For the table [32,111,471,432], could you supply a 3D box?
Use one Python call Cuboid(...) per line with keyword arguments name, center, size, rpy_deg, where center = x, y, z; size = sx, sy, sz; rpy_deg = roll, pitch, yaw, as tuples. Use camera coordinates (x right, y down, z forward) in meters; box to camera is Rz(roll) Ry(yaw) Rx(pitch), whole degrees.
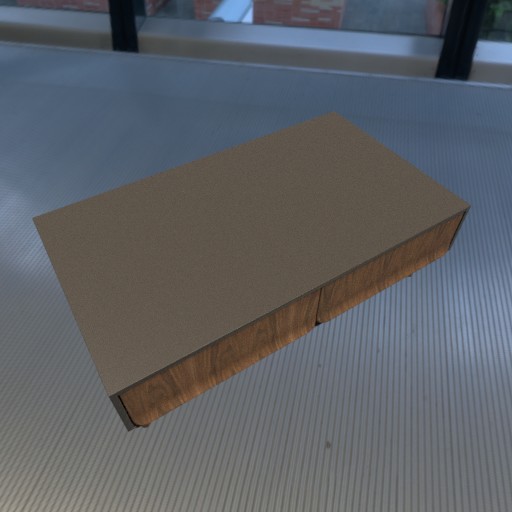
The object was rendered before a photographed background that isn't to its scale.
Cuboid(name="table", center=(0.000, 0.000, 1.540), size=(1.201, 0.404, 0.703), rpy_deg=(-25, 52, -21))
